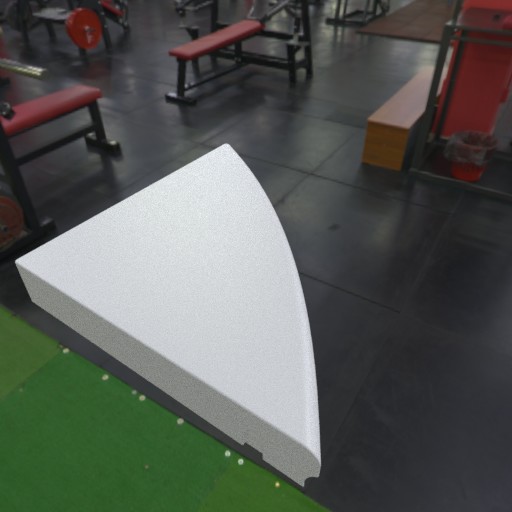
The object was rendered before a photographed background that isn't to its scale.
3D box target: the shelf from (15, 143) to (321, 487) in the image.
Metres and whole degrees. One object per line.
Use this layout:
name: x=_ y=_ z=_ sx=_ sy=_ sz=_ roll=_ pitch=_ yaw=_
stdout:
shelf: x=0.000 y=0.000 z=0.439 sx=0.310 sy=0.050 sz=0.310 roll=24 pitch=45 yaw=27
